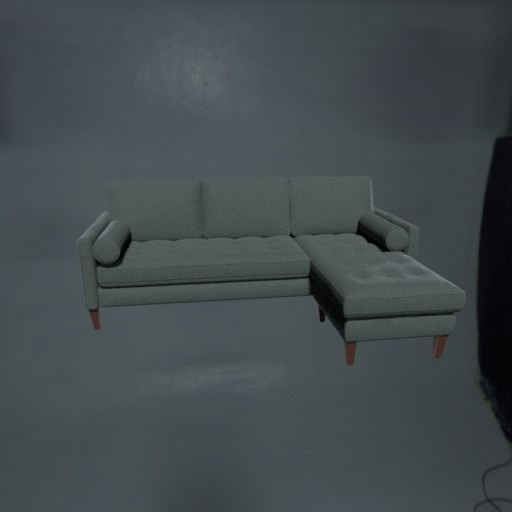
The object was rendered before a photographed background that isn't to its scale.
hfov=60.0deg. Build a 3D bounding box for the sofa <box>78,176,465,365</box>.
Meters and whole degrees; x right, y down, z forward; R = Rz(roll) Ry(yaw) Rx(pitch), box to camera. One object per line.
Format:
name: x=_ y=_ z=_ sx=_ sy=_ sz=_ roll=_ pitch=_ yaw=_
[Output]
sofa: x=0.000 y=0.000 z=2.891 sx=2.178 sy=0.876 sz=1.506 roll=-2 pitch=17 yaw=-8
